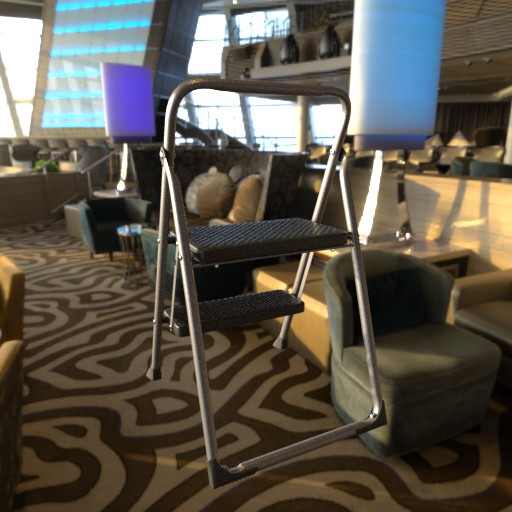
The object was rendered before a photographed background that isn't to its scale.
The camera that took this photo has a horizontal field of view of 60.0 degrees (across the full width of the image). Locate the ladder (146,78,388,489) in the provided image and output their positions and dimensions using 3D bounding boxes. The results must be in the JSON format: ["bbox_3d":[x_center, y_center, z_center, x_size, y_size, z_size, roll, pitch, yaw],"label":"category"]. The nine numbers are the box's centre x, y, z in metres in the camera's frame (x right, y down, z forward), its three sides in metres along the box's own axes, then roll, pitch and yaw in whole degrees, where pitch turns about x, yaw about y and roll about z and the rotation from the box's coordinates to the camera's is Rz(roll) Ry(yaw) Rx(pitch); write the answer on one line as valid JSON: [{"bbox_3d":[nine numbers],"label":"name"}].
[{"bbox_3d":[0.000,0.000,0.998,0.430,0.720,0.472,-8,17,-26],"label":"ladder"}]
